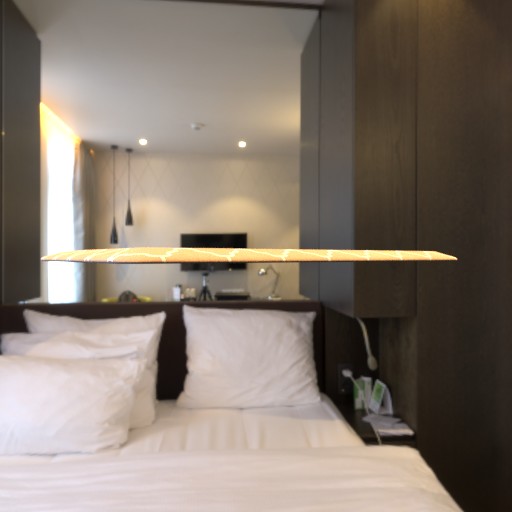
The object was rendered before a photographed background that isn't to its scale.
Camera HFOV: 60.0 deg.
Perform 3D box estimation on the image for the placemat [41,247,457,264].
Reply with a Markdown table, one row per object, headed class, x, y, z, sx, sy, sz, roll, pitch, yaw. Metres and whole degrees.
| class | x | y | z | sx | sy | sz | roll | pitch | yaw |
| --- | --- | --- | --- | --- | --- | --- | --- | --- | --- |
| placemat | 0.000 | 0.000 | 0.949 | 0.762 | 0.021 | 0.508 | 0 | 0 | -37 |
